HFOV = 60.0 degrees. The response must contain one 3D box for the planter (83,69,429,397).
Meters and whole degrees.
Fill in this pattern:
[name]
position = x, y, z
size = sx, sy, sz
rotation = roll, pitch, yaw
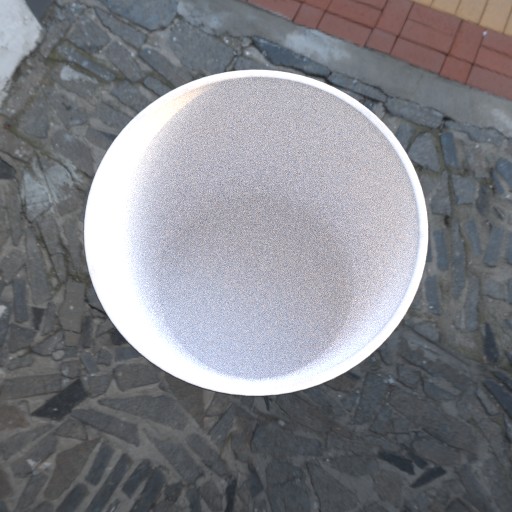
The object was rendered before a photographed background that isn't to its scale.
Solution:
[planter]
position = 0.000, 0.000, 0.305
size = 0.178, 0.157, 0.178
rotation = 0, 75, 0
